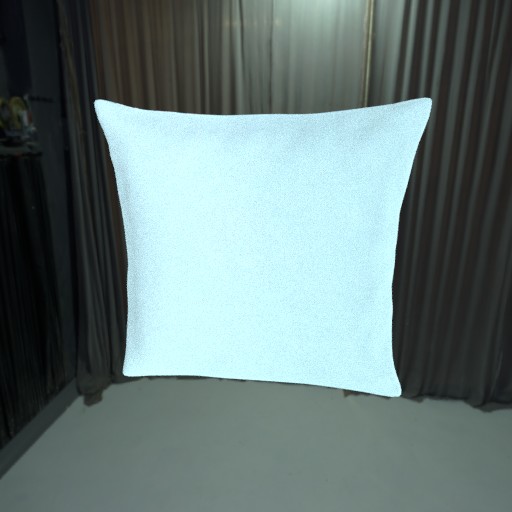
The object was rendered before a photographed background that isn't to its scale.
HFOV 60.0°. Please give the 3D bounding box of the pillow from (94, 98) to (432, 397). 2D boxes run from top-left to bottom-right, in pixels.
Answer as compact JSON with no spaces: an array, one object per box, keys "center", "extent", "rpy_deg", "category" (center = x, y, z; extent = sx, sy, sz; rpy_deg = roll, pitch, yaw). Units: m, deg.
[{"center":[0.000,0.000,0.757],"extent":[0.525,0.508,0.166],"rpy_deg":[2,16,7],"category":"pillow"}]
